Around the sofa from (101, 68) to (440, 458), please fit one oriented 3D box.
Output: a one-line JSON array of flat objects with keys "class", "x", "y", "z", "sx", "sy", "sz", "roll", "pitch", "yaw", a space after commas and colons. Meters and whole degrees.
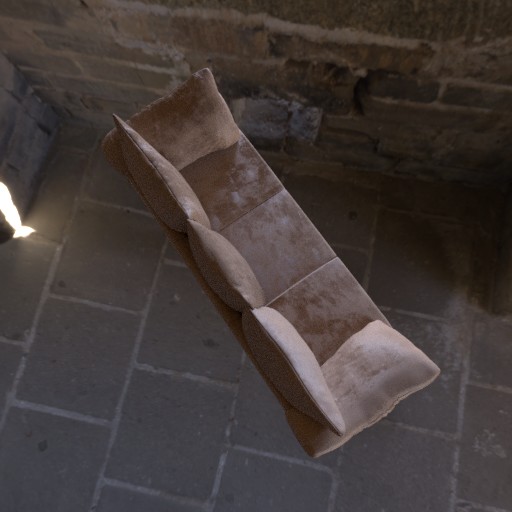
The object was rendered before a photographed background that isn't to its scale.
[{"class": "sofa", "x": 0.000, "y": 0.000, "z": 2.869, "sx": 0.893, "sy": 0.981, "sz": 2.377, "roll": -34, "pitch": 78, "yaw": -8}]
